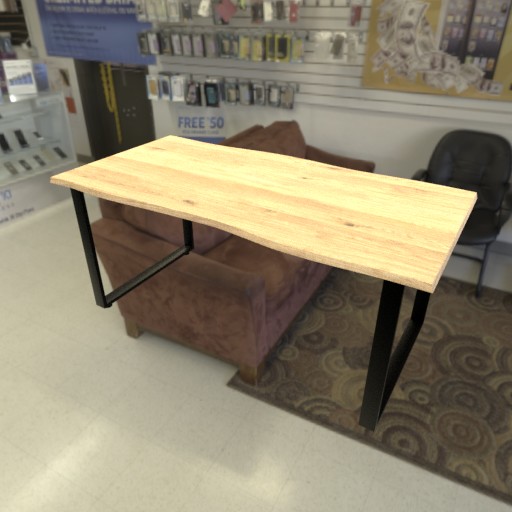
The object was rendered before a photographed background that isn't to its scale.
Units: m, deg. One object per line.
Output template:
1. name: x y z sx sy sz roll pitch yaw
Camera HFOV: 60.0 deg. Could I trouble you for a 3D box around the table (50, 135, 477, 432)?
1. table: 0.000 0.000 2.262 1.800 0.780 0.900 17 35 27
